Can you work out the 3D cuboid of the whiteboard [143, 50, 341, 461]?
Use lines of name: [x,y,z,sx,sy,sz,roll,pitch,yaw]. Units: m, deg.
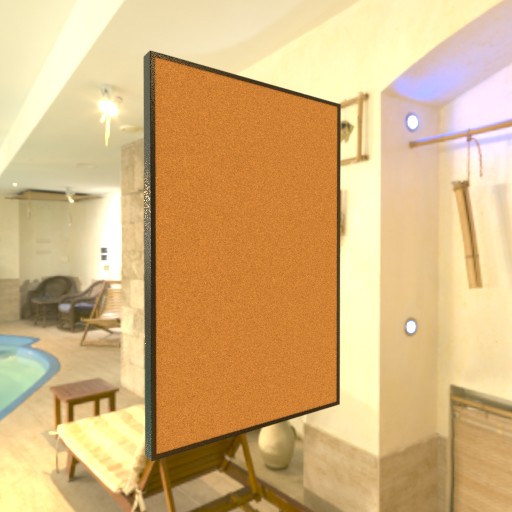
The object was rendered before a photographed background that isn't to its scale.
whiteboard: [0.000,0.000,0.787,0.406,0.611,0.026,-1,1,-36]
